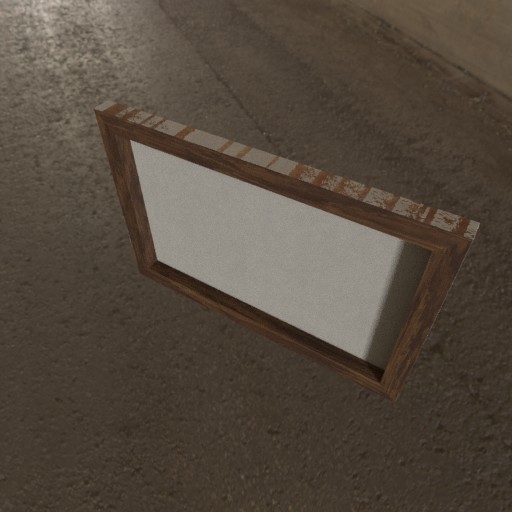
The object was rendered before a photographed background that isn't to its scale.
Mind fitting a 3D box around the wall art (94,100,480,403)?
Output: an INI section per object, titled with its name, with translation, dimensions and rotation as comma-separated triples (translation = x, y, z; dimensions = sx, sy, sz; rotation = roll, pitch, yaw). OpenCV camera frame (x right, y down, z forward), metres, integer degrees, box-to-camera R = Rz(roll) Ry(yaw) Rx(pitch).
[wall art]
translation = 0.000, 0.000, 0.777
dimensions = 0.609, 0.405, 0.035
rotation = 23, 50, 21
